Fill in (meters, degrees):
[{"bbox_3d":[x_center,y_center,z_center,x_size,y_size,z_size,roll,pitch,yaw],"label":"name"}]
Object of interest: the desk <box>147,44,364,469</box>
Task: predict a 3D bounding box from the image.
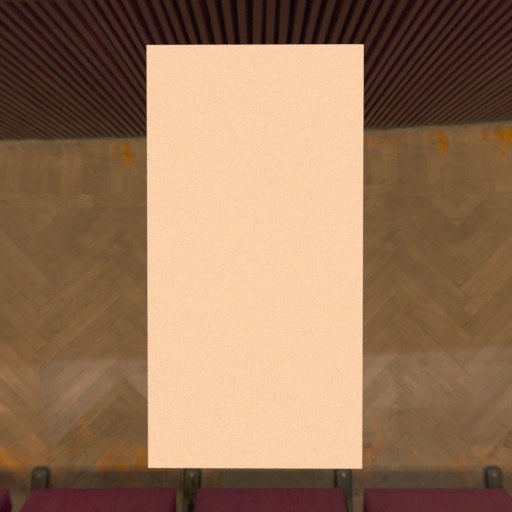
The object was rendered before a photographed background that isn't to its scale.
[{"bbox_3d":[0.000,0.000,1.515,0.560,0.730,1.100,0,91,0],"label":"desk"}]
